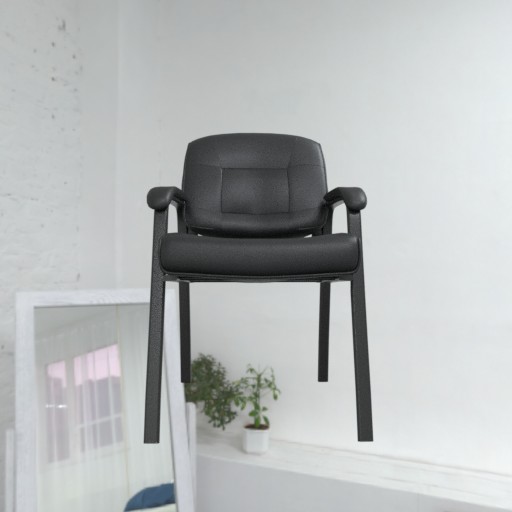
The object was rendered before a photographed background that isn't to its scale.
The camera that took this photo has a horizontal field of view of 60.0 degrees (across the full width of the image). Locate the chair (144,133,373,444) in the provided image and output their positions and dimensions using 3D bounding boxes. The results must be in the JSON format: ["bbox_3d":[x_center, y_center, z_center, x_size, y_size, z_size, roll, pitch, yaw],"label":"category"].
[{"bbox_3d":[0.000,0.000,1.339,0.591,0.910,0.668,0,-1,-1],"label":"chair"}]
